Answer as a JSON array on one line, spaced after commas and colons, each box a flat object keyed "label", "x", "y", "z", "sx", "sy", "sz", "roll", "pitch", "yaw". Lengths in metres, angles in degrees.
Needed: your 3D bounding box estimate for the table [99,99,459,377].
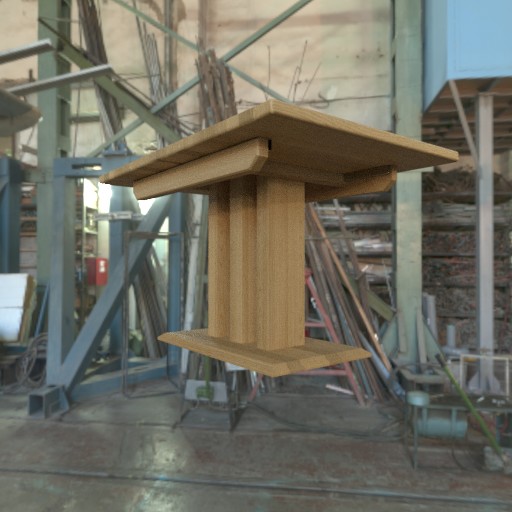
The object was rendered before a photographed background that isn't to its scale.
[{"label": "table", "x": 0.000, "y": 0.000, "z": 1.877, "sx": 0.900, "sy": 0.770, "sz": 1.300, "roll": 0, "pitch": -1, "yaw": -38}]
